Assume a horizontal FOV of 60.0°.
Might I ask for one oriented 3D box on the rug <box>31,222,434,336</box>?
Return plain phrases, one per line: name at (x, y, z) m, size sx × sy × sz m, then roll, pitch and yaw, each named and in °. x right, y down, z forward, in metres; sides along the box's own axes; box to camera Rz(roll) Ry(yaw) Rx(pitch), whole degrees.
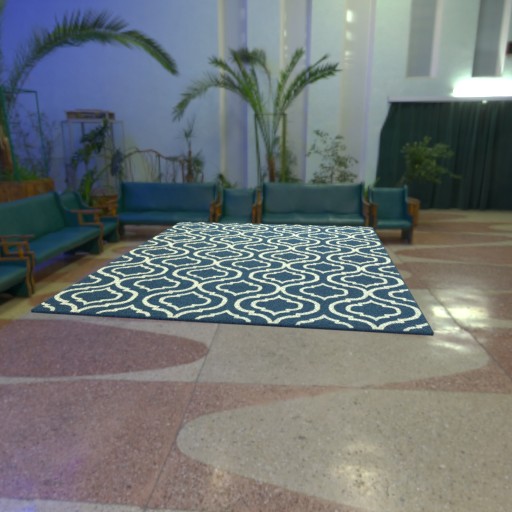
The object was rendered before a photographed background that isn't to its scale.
rug at (0.000, 0.000, 3.822) m, size 2.270 × 0.020 × 2.881 m, roll 2°, pitch 15°, yaw 8°
